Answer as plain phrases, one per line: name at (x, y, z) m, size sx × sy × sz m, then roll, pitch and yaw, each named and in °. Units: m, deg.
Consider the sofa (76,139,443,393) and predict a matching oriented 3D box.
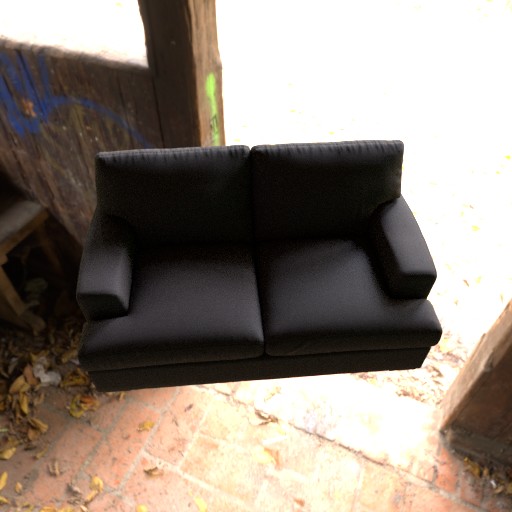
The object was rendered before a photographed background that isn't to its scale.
sofa at (0.000, 0.000, 2.511) m, size 1.880 × 0.940 × 1.143 m, roll -3°, pitch 46°, yaw -3°
